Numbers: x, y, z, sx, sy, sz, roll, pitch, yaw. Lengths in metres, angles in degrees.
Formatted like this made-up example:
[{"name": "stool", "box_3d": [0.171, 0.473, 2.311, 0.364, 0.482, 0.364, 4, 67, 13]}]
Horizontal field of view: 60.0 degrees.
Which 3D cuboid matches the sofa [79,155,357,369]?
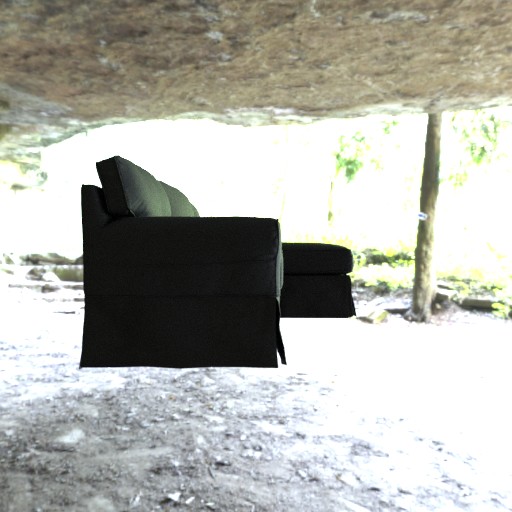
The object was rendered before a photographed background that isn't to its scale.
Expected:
[{"name": "sofa", "box_3d": [0.000, 0.000, 3.261, 1.637, 1.039, 2.518, 0, 1, 1]}]
